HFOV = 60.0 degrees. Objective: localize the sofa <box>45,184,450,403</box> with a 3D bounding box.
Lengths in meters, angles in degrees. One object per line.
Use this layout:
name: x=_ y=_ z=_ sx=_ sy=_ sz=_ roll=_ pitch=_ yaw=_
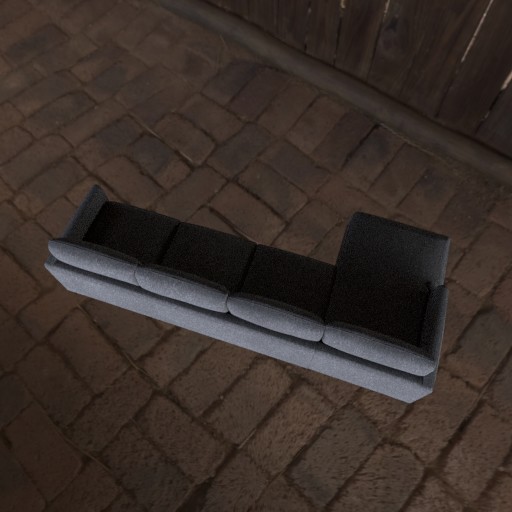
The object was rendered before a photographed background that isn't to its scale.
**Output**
sofa: x=0.000 y=0.000 z=3.533 sx=2.932 sy=0.810 sz=1.350 roll=17 pitch=64 yaw=8
